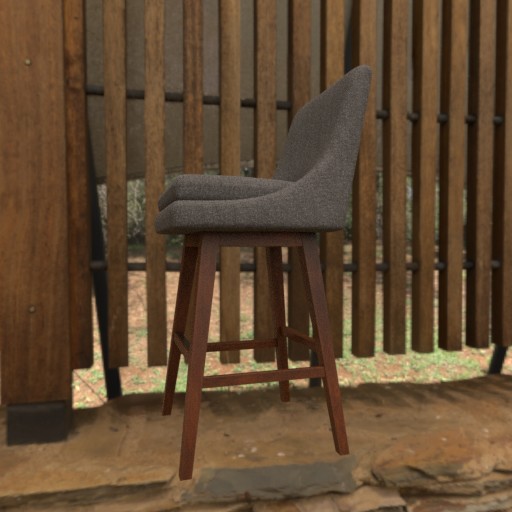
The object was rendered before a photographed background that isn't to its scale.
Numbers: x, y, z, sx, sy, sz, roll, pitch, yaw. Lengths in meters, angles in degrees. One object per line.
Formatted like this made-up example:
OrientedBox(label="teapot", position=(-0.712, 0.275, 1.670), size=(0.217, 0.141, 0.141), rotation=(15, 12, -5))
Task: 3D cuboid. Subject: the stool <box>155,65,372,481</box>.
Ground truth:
OrientedBox(label="stool", position=(0.000, 0.000, 1.353), size=(0.572, 1.068, 0.489), rotation=(0, 1, -18))
